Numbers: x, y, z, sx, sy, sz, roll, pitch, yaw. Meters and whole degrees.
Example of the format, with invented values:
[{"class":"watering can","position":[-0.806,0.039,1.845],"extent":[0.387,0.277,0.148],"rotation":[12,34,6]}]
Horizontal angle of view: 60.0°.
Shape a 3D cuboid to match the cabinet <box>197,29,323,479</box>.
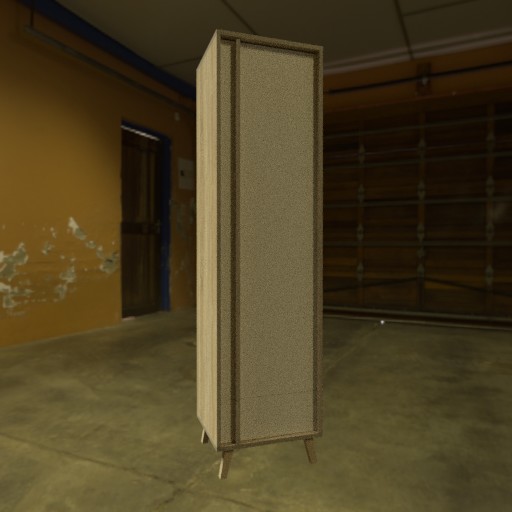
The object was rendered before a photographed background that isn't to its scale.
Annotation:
[{"class":"cabinet","position":[0.000,0.000,2.212],"extent":[0.510,1.960,0.450],"rotation":[0,0,-19]}]
